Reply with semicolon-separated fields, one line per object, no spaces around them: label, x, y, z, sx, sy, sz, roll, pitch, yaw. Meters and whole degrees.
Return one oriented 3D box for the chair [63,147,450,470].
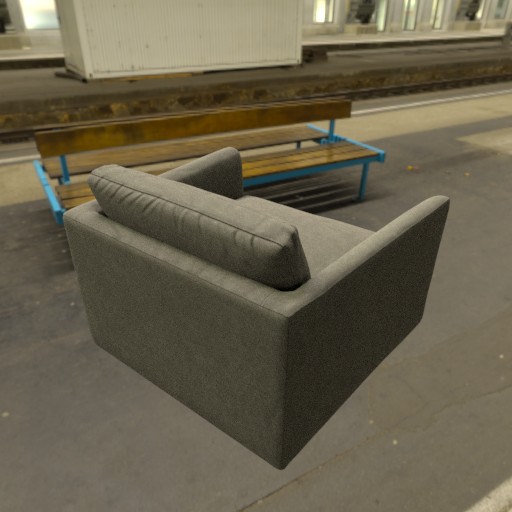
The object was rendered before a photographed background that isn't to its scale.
chair;0.000;0.000;1.863;1.190;0.845;1.091;21;36;32
